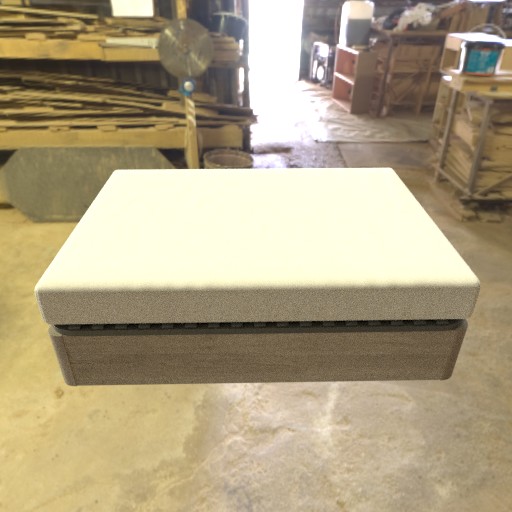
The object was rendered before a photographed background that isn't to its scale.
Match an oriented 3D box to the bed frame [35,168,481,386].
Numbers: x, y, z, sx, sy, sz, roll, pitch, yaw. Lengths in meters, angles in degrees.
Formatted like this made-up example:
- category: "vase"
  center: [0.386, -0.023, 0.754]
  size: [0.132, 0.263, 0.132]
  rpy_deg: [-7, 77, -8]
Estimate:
- category: "bed frame"
  center: [0.000, 0.000, 2.560]
  size: [1.900, 0.561, 1.400]
  rpy_deg: [-1, 32, -1]
